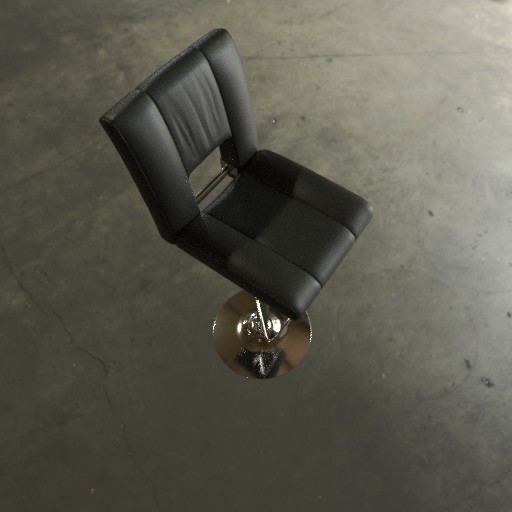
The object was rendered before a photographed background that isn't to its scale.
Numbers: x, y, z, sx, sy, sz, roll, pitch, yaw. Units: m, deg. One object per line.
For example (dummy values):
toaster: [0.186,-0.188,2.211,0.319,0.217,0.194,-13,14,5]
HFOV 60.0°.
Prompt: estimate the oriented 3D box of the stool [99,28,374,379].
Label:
stool: [0.000,0.000,1.379,0.520,1.151,0.415,31,64,17]
